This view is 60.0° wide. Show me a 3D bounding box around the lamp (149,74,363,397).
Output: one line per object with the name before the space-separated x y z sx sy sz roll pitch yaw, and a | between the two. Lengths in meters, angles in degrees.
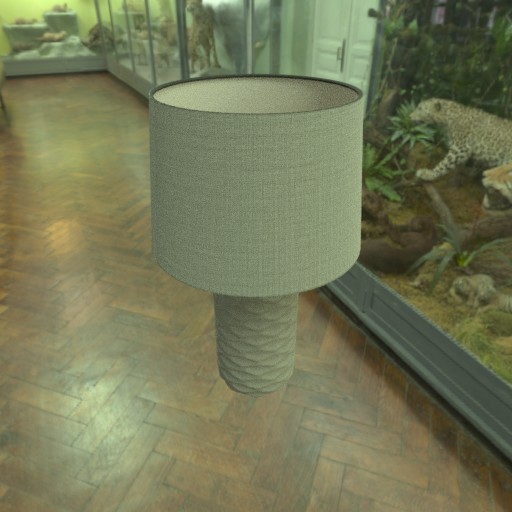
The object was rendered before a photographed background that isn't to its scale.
lamp | 0.000 0.000 0.833 0.376 0.594 0.376 0 30 0
